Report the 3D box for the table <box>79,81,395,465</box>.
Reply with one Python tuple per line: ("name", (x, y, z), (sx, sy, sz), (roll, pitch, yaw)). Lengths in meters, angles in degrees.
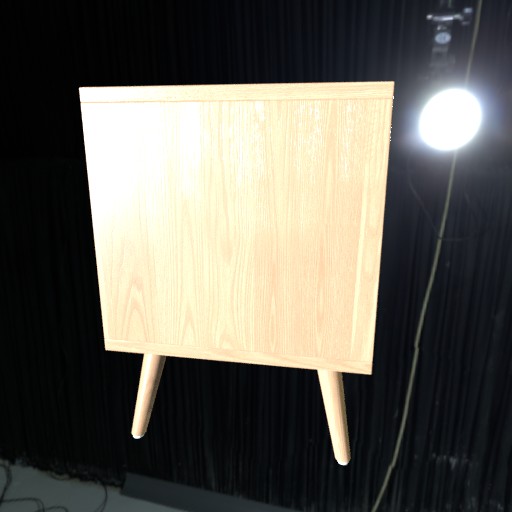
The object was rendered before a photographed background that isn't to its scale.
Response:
("table", (0.000, 0.000, 0.811), (0.400, 0.550, 0.400), (3, 16, 10))
